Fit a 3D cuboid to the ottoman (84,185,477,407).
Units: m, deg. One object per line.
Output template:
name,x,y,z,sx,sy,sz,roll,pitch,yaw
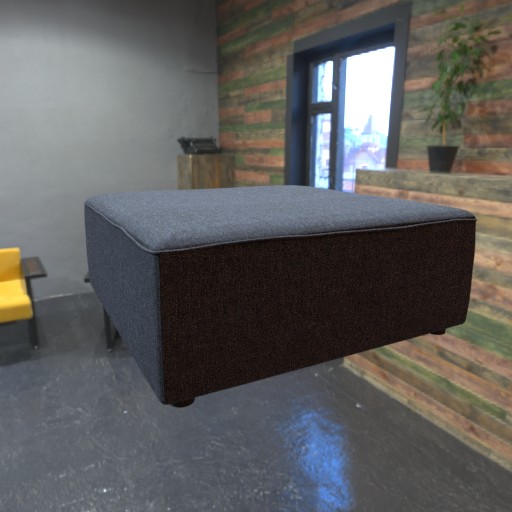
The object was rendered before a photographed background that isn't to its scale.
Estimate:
ottoman,0.000,0.000,1.571,1.023,0.423,1.017,-7,15,-27
